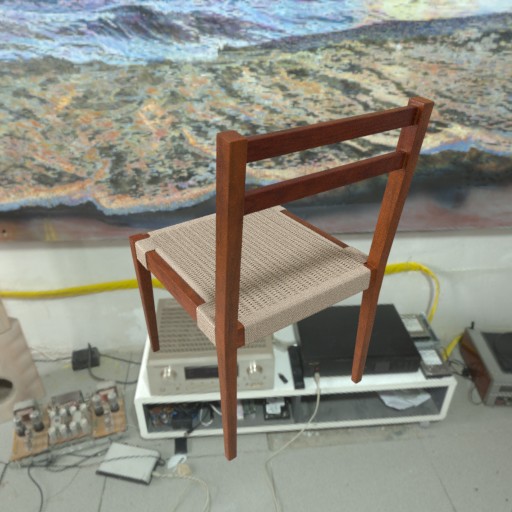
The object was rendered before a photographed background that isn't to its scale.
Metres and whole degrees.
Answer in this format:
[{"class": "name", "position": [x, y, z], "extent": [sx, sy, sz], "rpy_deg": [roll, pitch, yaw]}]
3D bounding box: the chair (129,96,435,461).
[{"class": "chair", "position": [0.000, 0.000, 1.196], "extent": [0.495, 0.851, 0.569], "rpy_deg": [-20, 36, -29]}]
